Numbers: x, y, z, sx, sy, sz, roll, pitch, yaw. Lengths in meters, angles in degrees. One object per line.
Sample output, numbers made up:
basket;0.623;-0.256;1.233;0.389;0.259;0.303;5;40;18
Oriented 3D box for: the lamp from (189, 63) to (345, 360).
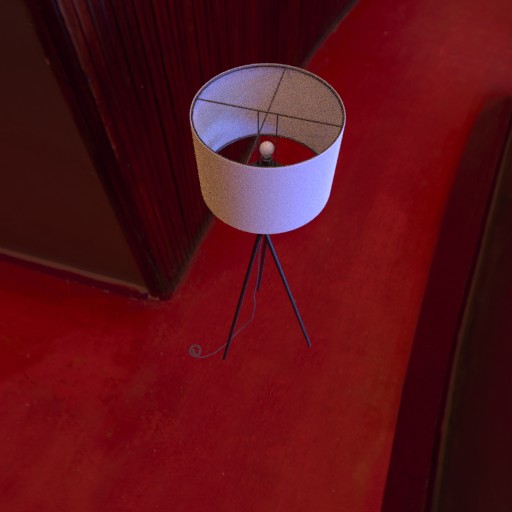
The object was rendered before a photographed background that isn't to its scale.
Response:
lamp;0.000;0.000;1.935;0.667;1.624;0.522;14;59;8
